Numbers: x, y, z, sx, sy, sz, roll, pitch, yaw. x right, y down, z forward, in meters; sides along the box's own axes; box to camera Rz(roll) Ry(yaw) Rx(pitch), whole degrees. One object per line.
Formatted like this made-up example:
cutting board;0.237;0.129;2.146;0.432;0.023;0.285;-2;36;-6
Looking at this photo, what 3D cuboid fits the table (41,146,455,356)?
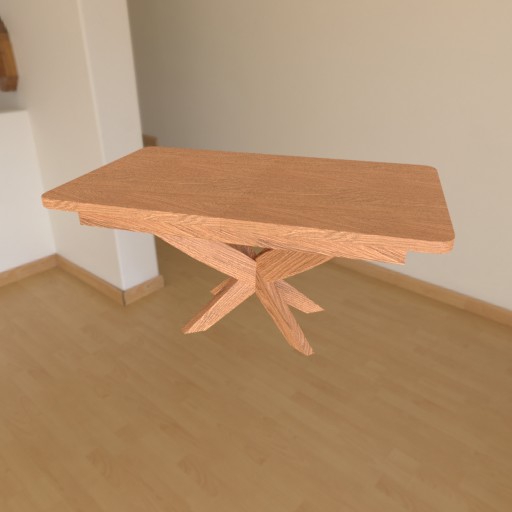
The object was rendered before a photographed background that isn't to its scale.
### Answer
table;0.000;0.000;2.179;1.600;0.770;0.950;7;28;14
